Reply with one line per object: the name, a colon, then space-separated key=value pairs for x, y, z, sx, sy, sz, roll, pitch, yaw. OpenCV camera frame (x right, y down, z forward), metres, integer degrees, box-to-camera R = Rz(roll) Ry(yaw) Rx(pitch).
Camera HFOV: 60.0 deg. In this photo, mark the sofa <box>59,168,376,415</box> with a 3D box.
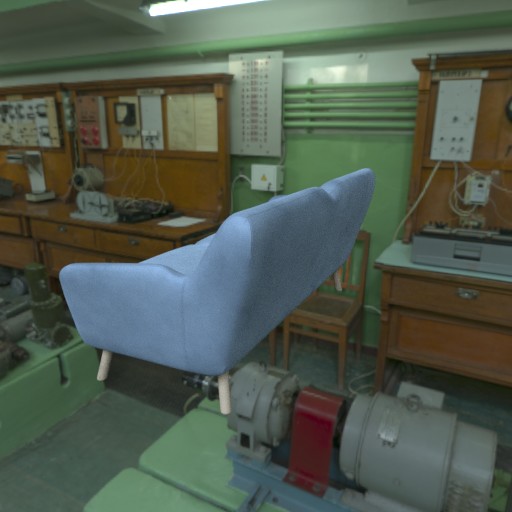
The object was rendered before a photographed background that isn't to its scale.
sofa: x=0.000 y=0.000 z=2.337 sx=0.850 sy=0.810 sz=1.870 roll=8 pitch=19 yaw=26
